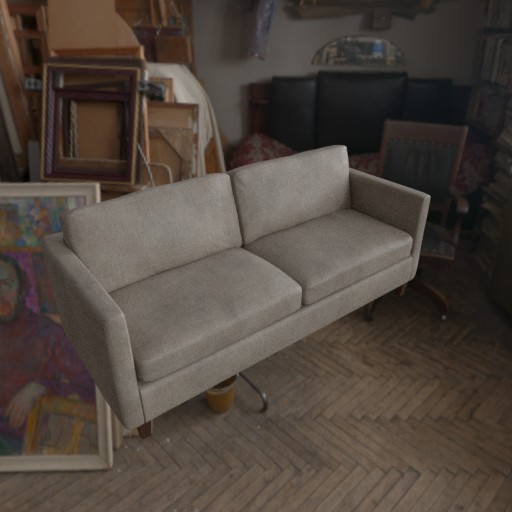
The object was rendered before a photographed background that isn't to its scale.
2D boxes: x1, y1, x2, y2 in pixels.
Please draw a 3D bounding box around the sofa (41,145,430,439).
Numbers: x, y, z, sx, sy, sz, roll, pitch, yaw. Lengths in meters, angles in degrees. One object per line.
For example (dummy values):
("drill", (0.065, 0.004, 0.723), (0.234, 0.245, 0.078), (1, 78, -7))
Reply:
("sofa", (0.000, 0.000, 2.737), (2.208, 0.965, 0.951), (-21, 35, -32))
